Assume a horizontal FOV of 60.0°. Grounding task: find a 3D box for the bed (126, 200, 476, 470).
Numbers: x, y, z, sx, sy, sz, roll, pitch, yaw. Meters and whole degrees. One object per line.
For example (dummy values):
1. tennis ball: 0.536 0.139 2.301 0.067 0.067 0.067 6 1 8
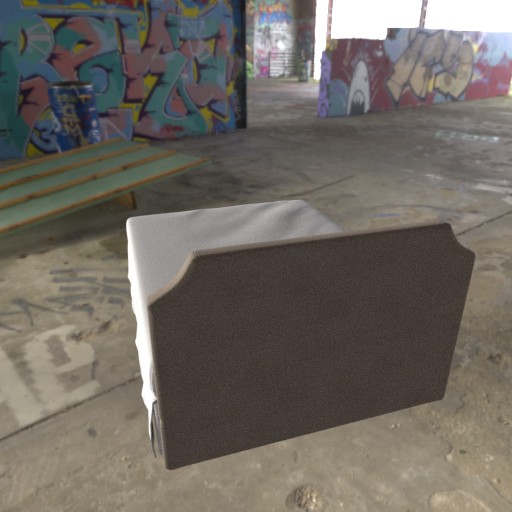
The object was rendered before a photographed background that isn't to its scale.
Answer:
1. bed: 0.000 0.000 3.472 1.977 1.293 2.498 -8 26 -16
